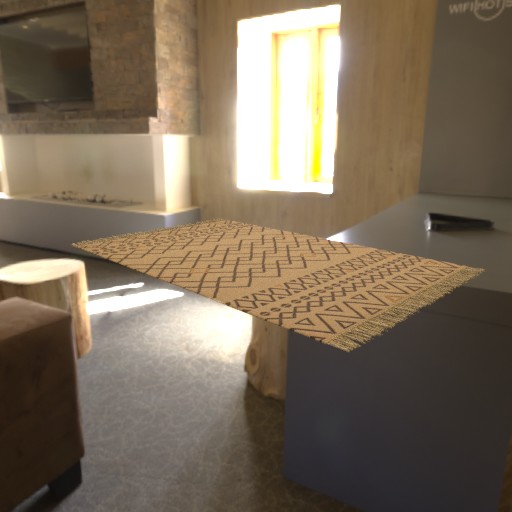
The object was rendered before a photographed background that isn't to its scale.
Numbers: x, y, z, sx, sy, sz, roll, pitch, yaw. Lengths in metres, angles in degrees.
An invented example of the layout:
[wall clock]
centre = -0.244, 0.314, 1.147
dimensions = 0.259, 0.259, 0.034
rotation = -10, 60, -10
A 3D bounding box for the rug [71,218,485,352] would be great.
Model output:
[rug]
centre = 0.000, 0.000, 2.469
dimensions = 2.023, 0.028, 1.224
rotation = 15, 21, 43
